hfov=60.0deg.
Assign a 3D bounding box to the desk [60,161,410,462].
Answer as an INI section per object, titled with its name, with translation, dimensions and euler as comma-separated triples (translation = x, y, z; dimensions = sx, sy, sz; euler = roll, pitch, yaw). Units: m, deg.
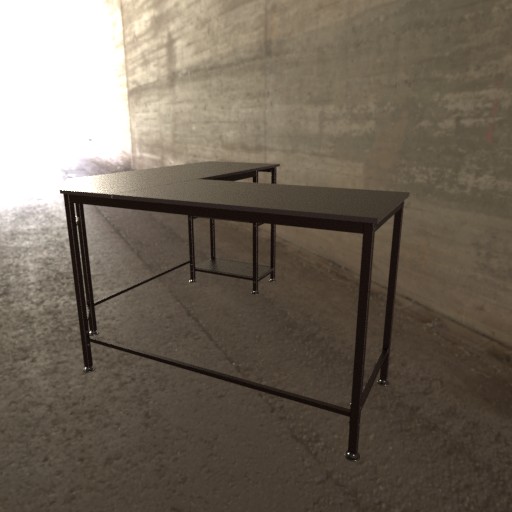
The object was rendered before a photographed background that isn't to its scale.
[desk]
translation = 0.000, 0.000, 2.091
dimensions = 1.379, 0.739, 1.379
euler = 8, 18, 26
